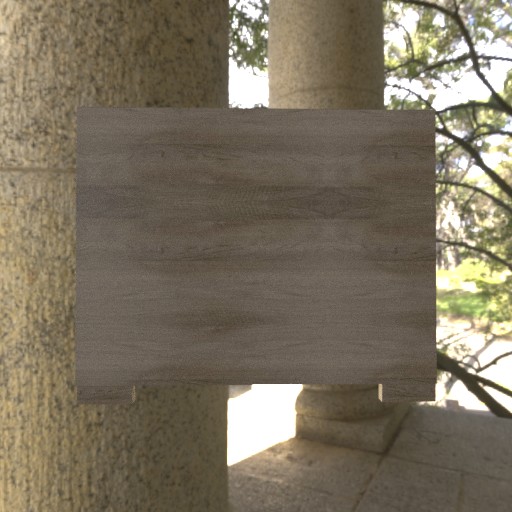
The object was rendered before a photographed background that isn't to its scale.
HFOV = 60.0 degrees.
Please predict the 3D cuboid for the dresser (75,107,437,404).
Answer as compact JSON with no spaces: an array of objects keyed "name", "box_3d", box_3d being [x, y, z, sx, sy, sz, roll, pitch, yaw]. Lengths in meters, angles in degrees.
[{"name":"dresser","box_3d":[0.000,0.000,1.424,0.994,0.816,0.404,0,-1,-2]}]
